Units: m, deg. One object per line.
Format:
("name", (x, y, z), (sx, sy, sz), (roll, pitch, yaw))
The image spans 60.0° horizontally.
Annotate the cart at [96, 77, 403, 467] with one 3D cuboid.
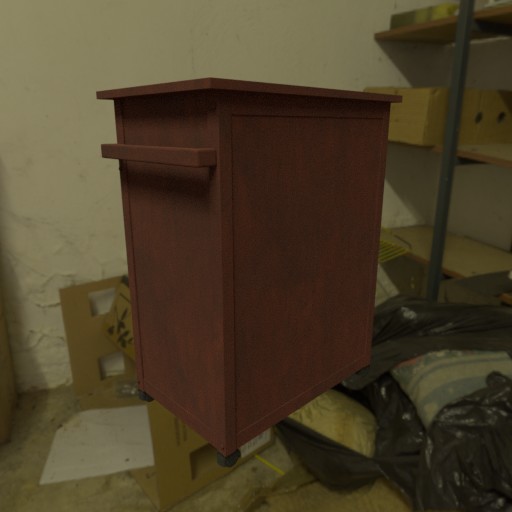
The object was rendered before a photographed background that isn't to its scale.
("cart", (0.000, 0.000, 1.251), (0.683, 0.864, 0.442), (-15, 22, -42))
